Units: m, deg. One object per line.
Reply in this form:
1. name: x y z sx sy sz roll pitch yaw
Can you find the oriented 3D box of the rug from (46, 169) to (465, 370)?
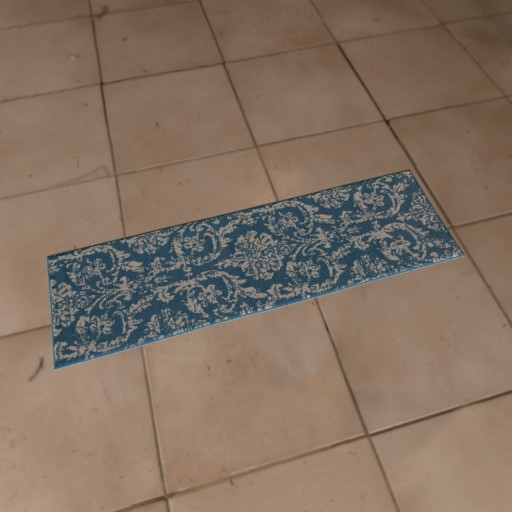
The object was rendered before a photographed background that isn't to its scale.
1. rug: 0.000 0.000 2.425 2.196 0.011 0.662 -14 60 -9
